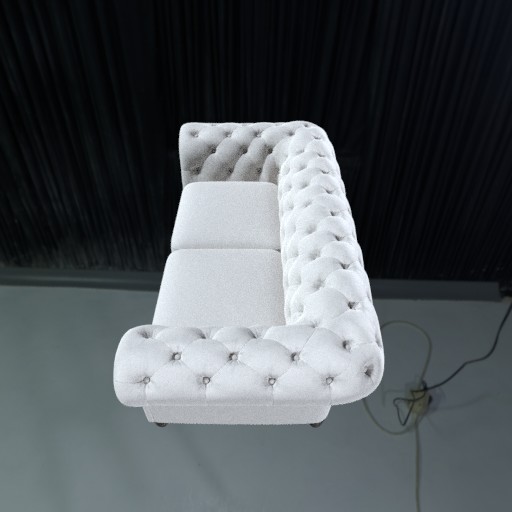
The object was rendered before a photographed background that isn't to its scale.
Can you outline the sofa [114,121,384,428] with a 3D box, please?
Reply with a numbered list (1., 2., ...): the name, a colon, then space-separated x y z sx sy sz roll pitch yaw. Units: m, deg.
1. sofa: 0.000 0.000 2.425 0.986 0.764 1.998 0 42 0
